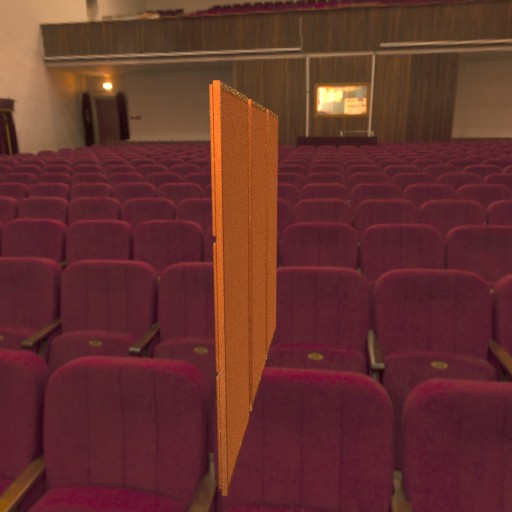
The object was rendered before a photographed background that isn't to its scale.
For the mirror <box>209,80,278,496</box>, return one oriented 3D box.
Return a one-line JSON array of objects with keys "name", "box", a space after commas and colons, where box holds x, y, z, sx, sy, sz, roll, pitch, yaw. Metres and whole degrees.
[{"name": "mirror", "box": [0.000, 0.000, 1.428, 0.023, 0.926, 1.011, 2, 14, 9]}]
